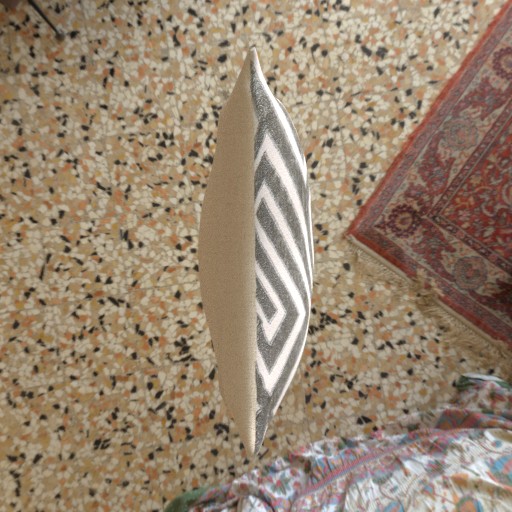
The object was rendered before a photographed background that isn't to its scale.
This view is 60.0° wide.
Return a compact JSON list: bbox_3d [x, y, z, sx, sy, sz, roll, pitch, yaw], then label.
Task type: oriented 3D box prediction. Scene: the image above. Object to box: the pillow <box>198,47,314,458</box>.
[{"bbox_3d":[0.000,0.000,0.673,0.182,0.441,0.440,0,90,0],"label":"pillow"}]
